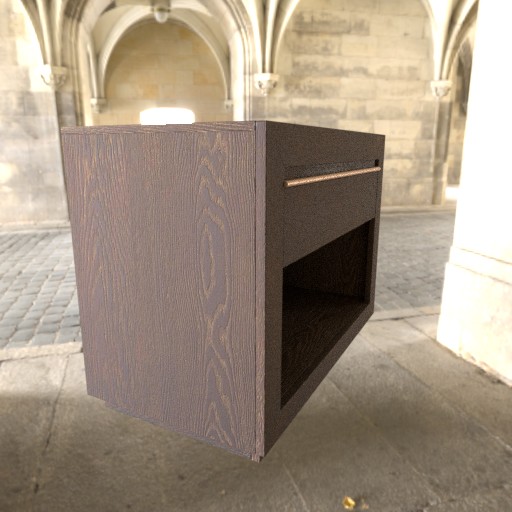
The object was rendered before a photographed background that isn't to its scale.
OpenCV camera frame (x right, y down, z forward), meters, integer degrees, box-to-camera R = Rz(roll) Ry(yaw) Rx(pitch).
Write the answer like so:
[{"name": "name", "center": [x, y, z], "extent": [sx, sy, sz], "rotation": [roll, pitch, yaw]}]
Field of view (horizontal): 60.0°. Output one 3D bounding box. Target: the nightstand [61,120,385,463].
[{"name": "nightstand", "center": [0.000, 0.000, 1.133], "extent": [0.457, 0.612, 0.775], "rotation": [7, 15, 27]}]
